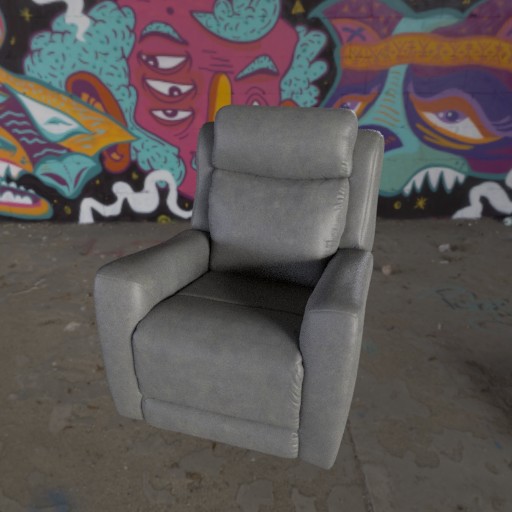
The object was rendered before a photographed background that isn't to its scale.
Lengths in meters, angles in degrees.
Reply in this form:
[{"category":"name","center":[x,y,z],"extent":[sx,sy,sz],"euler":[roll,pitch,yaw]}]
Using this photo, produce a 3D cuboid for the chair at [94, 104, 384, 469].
[{"category":"chair","center":[0.000,0.000,1.870],"extent":[0.967,1.116,1.068],"euler":[8,26,16]}]
